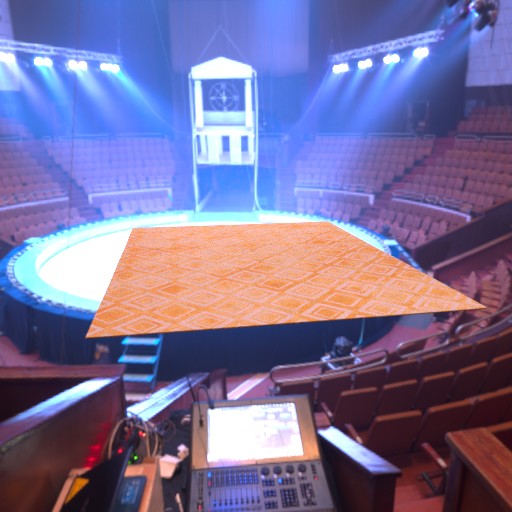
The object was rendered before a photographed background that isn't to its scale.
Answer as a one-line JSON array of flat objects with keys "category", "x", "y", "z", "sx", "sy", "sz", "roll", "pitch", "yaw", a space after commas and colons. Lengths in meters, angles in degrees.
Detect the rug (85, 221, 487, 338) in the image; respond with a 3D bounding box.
[{"category": "rug", "x": 0.000, "y": 0.000, "z": 4.040, "sx": 2.433, "sy": 0.011, "sz": 3.037, "roll": -3, "pitch": 15, "yaw": -10}]
